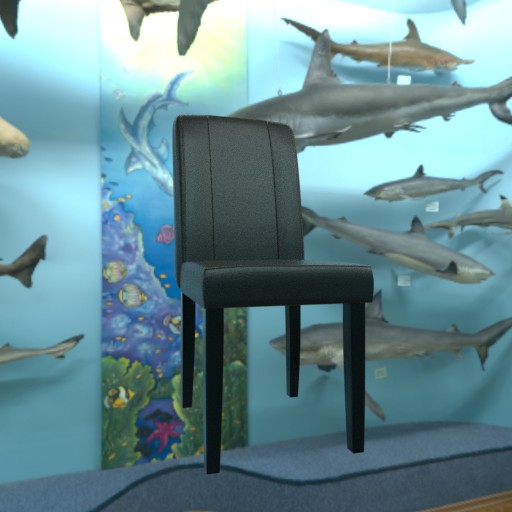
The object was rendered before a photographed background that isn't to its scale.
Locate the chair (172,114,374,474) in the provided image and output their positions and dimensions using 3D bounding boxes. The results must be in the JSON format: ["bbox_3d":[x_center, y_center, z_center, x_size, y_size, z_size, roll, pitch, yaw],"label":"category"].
[{"bbox_3d":[0.000,0.000,1.206,0.399,0.897,0.556,0,1,-16],"label":"chair"}]
